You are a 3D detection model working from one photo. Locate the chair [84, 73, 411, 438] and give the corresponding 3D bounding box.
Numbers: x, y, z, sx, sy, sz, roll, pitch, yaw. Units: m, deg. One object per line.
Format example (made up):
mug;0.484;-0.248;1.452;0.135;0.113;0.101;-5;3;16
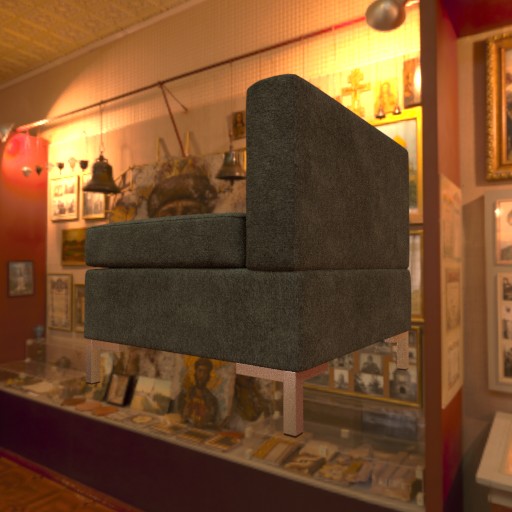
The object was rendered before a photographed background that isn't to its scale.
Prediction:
chair;0.000;0.000;1.239;0.680;0.660;0.680;-1;-2;36
